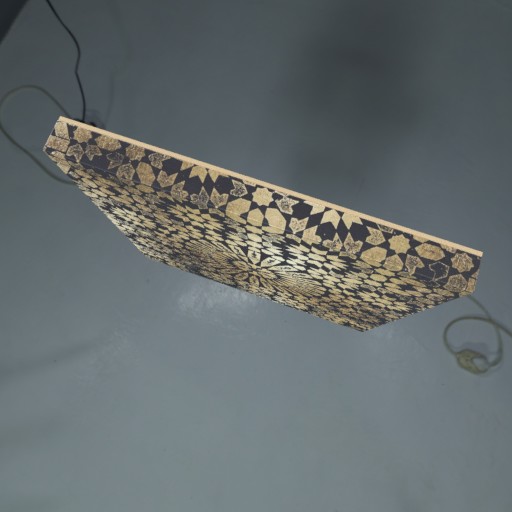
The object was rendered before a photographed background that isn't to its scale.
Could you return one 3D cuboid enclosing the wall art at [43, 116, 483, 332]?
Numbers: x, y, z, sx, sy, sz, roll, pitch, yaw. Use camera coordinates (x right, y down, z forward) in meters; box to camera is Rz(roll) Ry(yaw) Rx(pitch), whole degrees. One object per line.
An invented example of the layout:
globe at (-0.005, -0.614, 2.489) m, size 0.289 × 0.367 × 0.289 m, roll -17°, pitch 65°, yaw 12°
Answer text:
wall art at (0.000, 0.000, 0.593) m, size 0.405 × 0.405 × 0.038 m, roll 19°, pitch 76°, yaw 5°
